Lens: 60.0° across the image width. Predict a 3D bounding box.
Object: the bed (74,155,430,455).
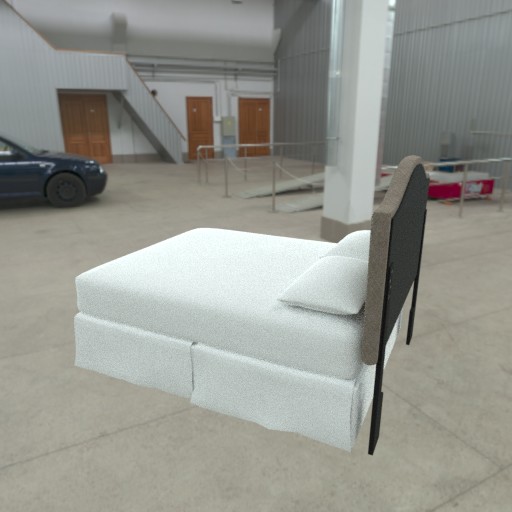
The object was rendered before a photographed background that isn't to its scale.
[{"bbox_3d":[0.000,0.000,3.258,2.153,1.518,1.713,8,19,25],"label":"bed"}]
